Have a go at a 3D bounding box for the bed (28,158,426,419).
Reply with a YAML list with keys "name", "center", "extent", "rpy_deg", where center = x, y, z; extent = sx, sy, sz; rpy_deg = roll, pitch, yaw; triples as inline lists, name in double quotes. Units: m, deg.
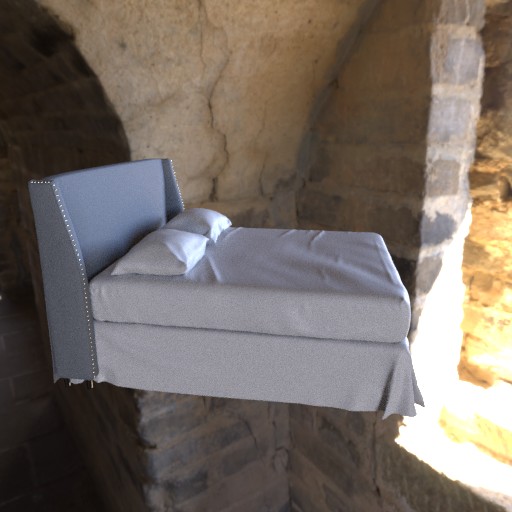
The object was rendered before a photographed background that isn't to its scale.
- name: "bed"
  center: [0.000, 0.000, 3.343]
  extent: [2.276, 1.332, 1.925]
  rpy_deg: [3, 16, 9]
